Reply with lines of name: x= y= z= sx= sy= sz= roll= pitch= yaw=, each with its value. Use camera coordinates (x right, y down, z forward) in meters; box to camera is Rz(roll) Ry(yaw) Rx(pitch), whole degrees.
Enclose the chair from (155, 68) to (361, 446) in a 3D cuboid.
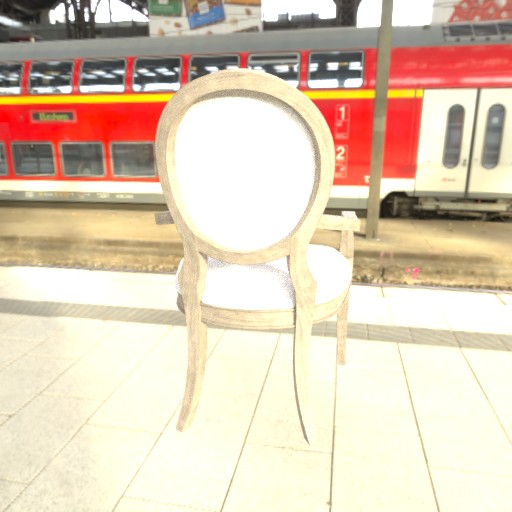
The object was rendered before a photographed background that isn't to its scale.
chair: x=0.000 y=0.000 z=1.350 sx=0.611 sy=0.991 sz=0.602 roll=2 pitch=15 yaw=9
